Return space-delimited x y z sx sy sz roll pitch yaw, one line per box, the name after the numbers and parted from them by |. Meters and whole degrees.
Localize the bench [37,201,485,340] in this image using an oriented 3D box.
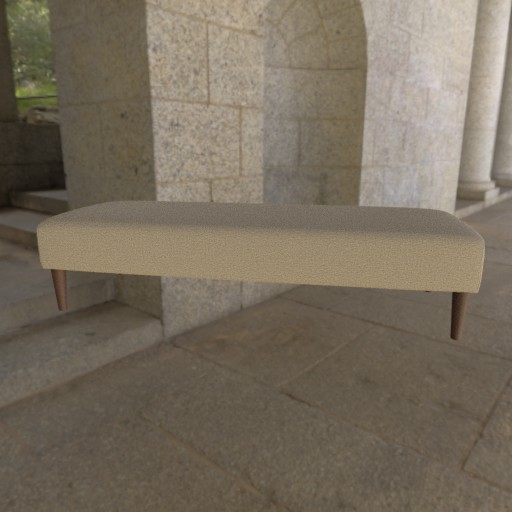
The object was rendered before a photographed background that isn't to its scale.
0.000 0.000 1.873 1.609 0.393 0.646 3 15 10 | bench
